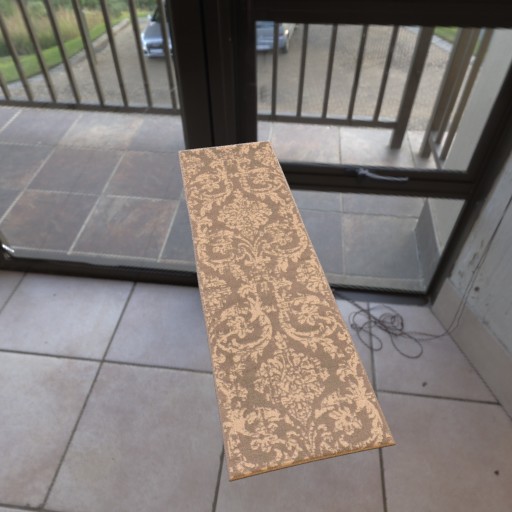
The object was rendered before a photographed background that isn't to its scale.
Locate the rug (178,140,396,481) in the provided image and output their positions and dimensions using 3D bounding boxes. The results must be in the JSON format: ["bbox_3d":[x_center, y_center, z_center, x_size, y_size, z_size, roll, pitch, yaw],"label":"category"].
[{"bbox_3d":[0.000,0.000,2.418,0.662,0.011,2.196,-9,47,-8],"label":"rug"}]
